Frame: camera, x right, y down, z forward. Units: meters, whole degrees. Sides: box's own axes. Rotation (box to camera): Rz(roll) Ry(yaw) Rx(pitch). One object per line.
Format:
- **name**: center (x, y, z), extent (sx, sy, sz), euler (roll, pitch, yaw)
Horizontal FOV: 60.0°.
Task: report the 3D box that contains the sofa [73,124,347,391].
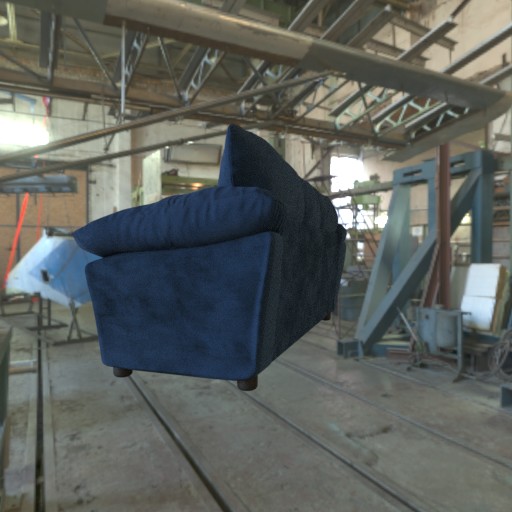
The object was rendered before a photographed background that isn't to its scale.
- **sofa**: center (0.000, 0.000, 2.828), extent (0.907, 1.091, 2.390), euler (0, 1, 19)
